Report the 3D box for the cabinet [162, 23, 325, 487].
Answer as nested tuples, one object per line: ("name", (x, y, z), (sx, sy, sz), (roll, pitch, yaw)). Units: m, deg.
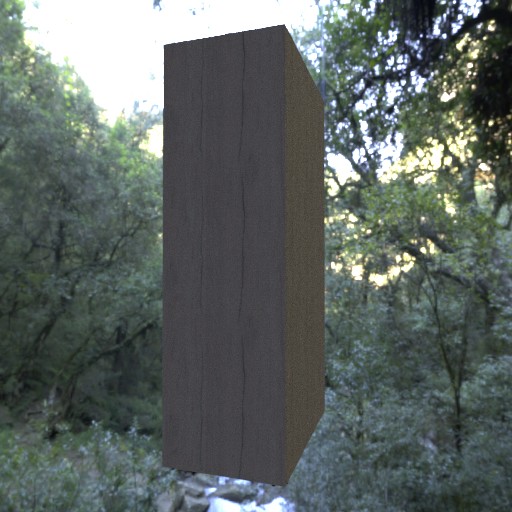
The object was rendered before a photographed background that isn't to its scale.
("cabinet", (0.000, 0.000, 2.394), (0.580, 1.930, 0.980), (0, -1, 18))
